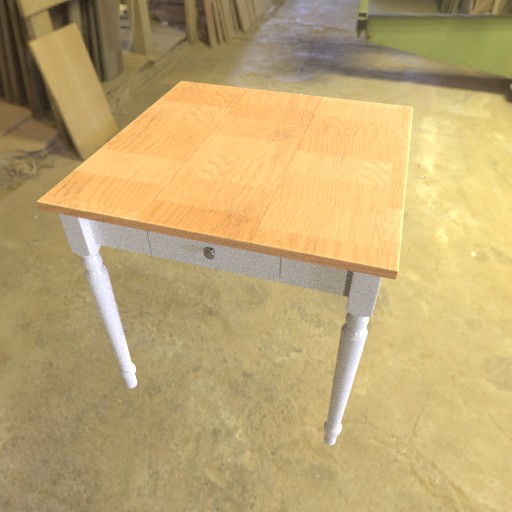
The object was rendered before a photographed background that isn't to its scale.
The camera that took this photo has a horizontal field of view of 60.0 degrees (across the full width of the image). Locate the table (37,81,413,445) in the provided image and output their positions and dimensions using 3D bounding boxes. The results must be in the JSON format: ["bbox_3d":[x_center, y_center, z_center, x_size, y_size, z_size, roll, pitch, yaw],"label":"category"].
[{"bbox_3d":[0.000,0.000,1.368,0.747,0.738,0.747,11,42,13],"label":"table"}]
